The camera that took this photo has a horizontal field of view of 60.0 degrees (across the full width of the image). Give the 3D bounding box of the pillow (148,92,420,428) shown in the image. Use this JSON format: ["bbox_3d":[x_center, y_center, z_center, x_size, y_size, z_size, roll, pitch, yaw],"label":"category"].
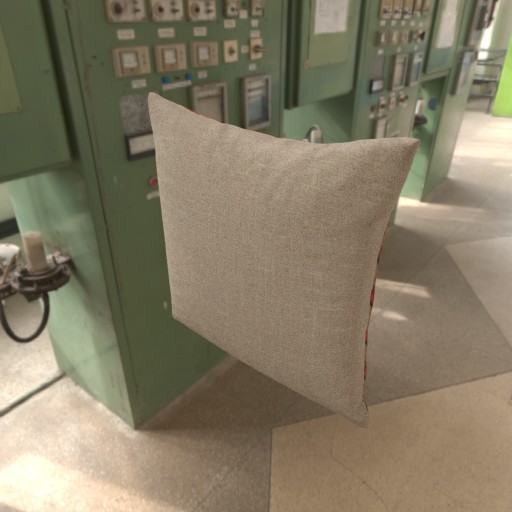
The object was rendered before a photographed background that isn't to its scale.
[{"bbox_3d":[0.000,0.000,0.800,0.513,0.511,0.158,22,36,34],"label":"pillow"}]
